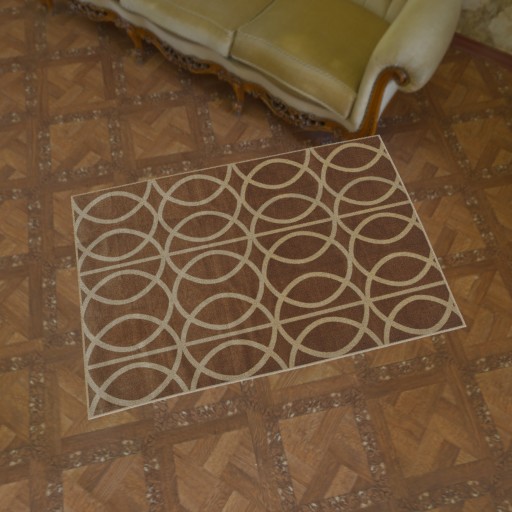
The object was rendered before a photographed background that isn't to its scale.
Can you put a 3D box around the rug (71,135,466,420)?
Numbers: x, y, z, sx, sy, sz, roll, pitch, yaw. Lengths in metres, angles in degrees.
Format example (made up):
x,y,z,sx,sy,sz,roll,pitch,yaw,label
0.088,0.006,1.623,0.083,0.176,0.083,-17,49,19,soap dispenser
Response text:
x,y,z,sx,sy,sz,roll,pitch,yaw,label
0.000,0.000,2.898,2.294,0.014,1.528,-12,65,-6,rug
